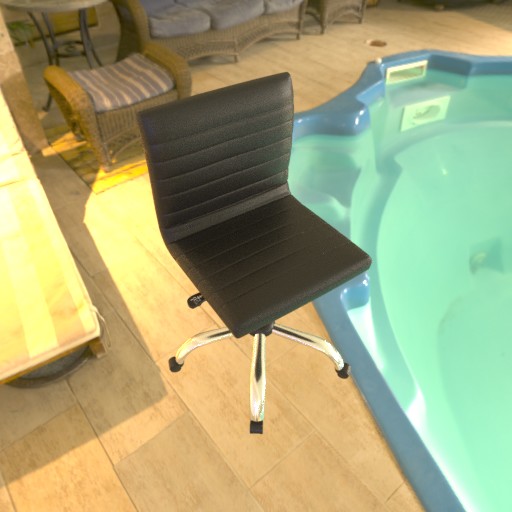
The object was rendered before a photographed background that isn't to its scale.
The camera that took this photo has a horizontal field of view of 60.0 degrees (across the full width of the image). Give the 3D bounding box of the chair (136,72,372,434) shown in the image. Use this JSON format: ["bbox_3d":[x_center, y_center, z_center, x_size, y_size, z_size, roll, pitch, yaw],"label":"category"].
[{"bbox_3d":[0.000,0.000,1.156,0.556,0.780,0.530,-25,49,-23],"label":"chair"}]
